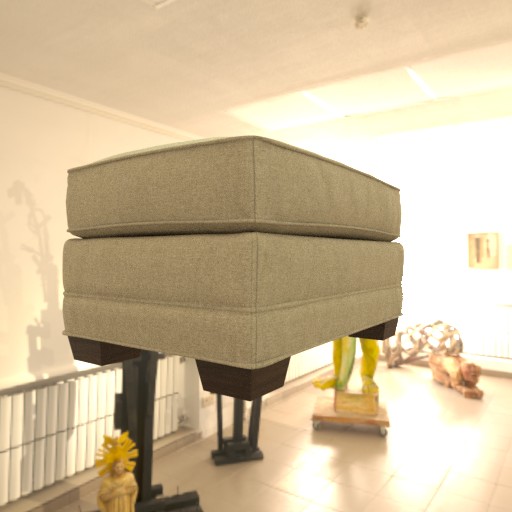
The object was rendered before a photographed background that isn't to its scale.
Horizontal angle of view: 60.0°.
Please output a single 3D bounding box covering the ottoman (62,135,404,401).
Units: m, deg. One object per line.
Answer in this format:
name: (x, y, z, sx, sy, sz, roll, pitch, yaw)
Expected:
ottoman: (0.000, 0.000, 1.248, 0.611, 0.508, 0.848, 0, 0, 35)
